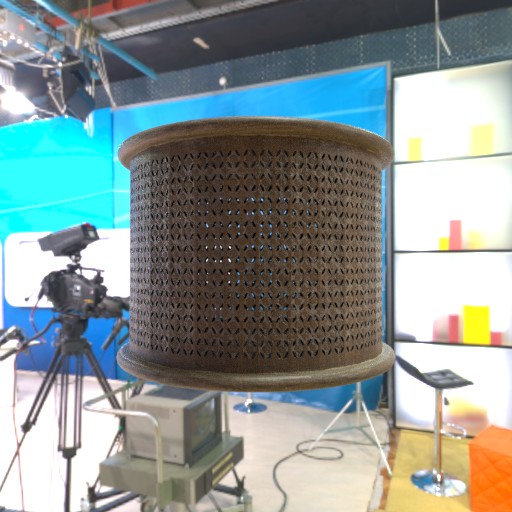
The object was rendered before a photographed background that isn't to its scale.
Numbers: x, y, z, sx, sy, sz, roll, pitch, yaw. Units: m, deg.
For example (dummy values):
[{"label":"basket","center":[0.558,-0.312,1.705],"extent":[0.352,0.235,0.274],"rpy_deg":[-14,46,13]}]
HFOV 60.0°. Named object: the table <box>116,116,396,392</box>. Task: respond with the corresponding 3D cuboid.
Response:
[{"label":"table","center":[0.000,0.000,1.014],"extent":[0.607,0.450,0.607],"rpy_deg":[0,-1,0]}]
